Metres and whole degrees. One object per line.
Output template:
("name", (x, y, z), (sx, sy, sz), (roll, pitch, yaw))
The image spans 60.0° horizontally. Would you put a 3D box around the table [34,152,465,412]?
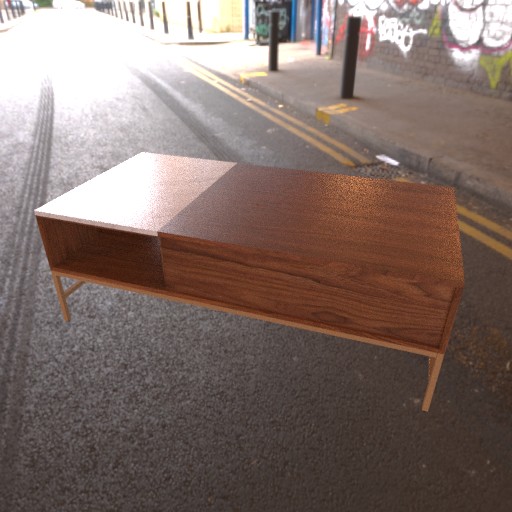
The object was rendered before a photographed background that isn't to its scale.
("table", (0.000, 0.000, 1.965), (1.553, 0.551, 0.789), (10, 32, 16))
